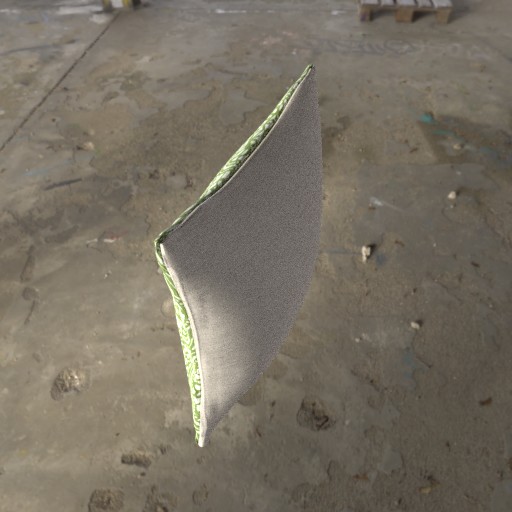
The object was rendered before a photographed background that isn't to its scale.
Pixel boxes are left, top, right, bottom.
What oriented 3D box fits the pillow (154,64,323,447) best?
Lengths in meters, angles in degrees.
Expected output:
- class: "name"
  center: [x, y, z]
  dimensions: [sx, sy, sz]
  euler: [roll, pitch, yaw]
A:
- class: "pillow"
  center: [0.000, 0.000, 0.668]
  dimensions: [0.162, 0.419, 0.440]
  euler: [17, 47, 16]
